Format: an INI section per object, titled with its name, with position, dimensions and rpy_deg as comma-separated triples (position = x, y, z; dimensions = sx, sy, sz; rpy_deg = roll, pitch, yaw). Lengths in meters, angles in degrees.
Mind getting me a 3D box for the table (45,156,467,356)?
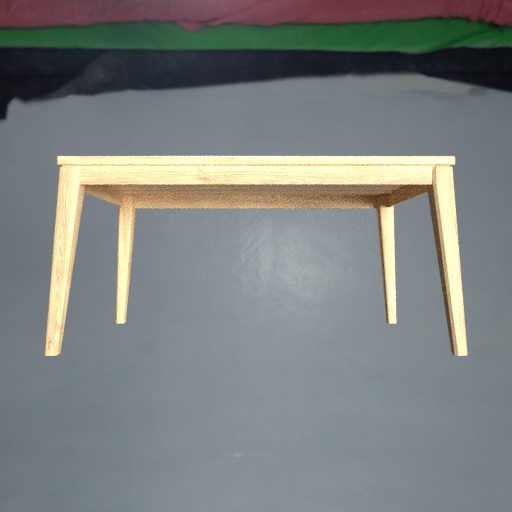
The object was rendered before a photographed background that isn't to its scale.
[table]
position = 0.000, 0.000, 2.121
dimensions = 1.600, 0.760, 0.900
rpy_deg = 0, -1, 0
